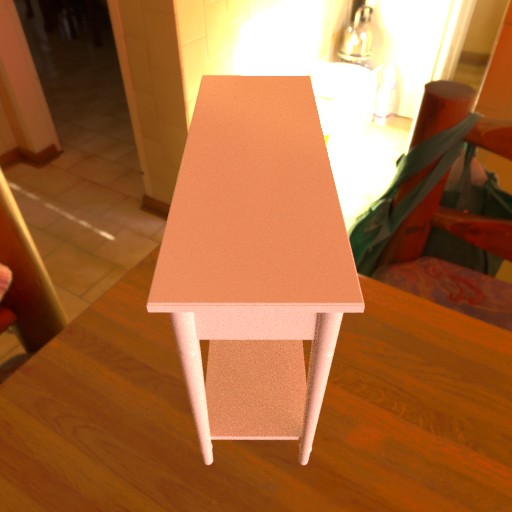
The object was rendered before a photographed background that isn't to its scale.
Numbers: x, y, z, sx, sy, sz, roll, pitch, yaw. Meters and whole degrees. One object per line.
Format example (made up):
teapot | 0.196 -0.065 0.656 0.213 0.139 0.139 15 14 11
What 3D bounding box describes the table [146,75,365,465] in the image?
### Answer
table | 0.000 0.000 1.415 0.381 0.749 1.067 0 42 0
